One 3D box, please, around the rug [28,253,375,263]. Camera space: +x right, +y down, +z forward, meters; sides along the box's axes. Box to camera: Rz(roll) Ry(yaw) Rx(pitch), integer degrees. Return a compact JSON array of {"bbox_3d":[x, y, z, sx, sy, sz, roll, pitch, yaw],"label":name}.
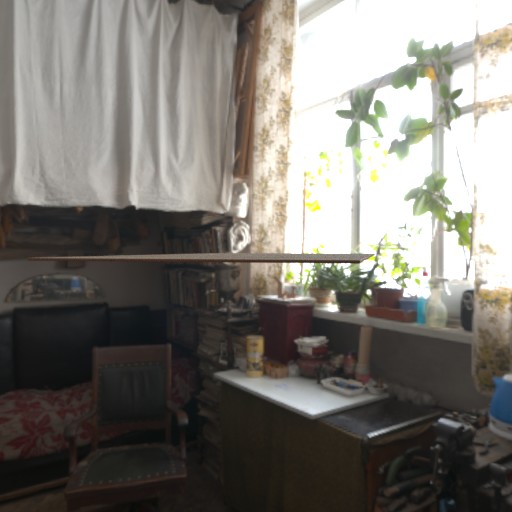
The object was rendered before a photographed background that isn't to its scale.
[{"bbox_3d":[0.000,0.000,3.032,1.523,0.014,2.438,0,1,16],"label":"rug"}]
